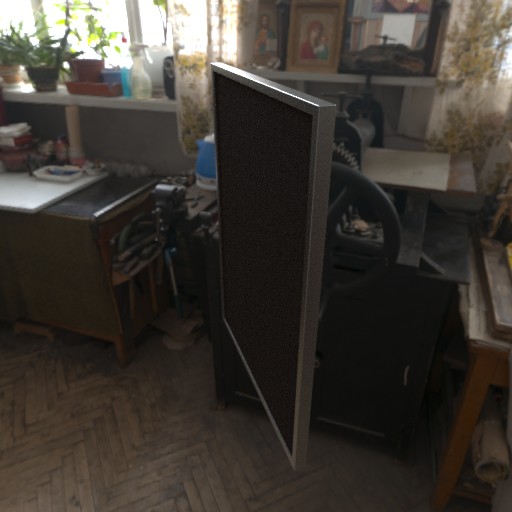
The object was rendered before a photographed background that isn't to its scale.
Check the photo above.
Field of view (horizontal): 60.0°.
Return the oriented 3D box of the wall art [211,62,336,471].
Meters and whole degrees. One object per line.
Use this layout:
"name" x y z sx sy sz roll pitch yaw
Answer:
"wall art" 0.000 0.000 1.413 0.037 1.062 0.801 -10 31 -17
